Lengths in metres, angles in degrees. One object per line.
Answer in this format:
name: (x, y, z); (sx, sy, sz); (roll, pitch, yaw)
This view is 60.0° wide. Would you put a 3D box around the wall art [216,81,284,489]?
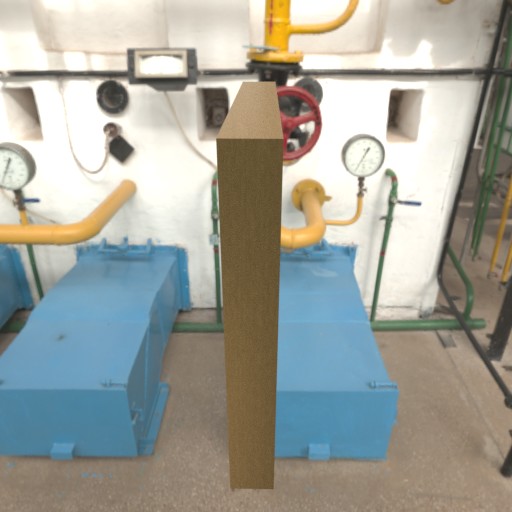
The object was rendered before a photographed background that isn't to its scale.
wall art: (0.000, 0.000, 0.455); (0.038, 0.305, 0.304); (1, 27, 1)
